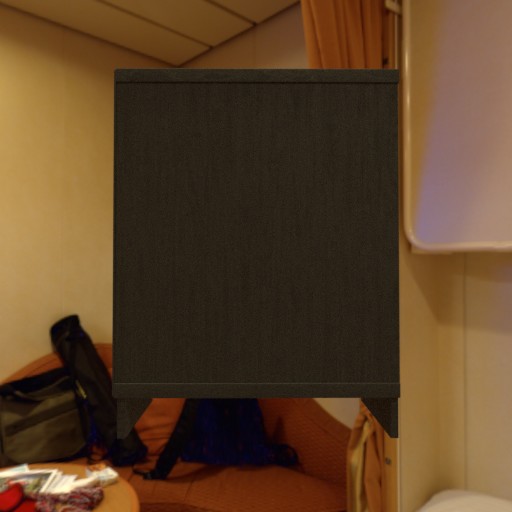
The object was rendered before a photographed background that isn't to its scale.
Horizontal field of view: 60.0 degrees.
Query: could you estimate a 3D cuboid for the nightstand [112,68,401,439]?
[{"bbox_3d":[0.000,0.000,0.747,0.347,0.448,0.427,0,-1,0],"label":"nightstand"}]
